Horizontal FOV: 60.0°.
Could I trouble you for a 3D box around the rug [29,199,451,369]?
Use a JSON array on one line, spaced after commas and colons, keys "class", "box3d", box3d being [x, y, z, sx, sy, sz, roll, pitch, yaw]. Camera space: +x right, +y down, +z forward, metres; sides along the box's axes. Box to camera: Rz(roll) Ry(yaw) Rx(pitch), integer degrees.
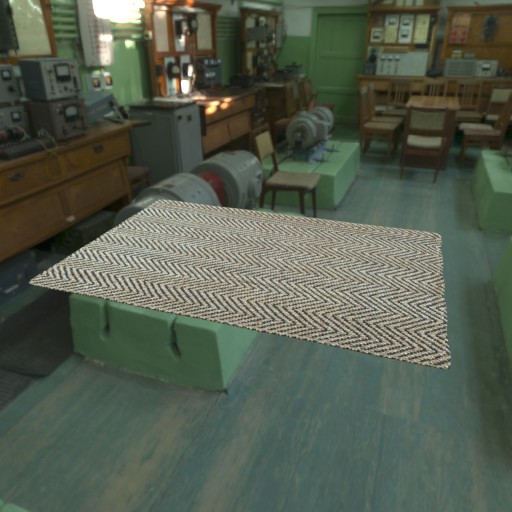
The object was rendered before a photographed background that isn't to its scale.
[{"class": "rug", "box3d": [0.000, 0.000, 2.294, 1.828, 0.008, 1.219, 9, 28, 17]}]
